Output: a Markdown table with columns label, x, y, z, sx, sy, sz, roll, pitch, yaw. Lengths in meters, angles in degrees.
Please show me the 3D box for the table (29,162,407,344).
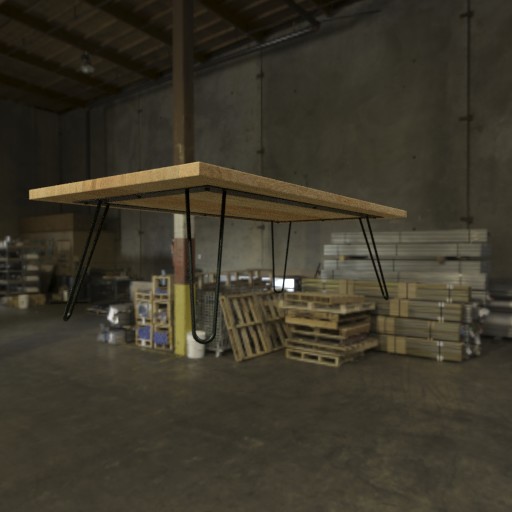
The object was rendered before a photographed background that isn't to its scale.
| label | x | y | z | sx | sy | sz | roll | pitch | yaw |
| --- | --- | --- | --- | --- | --- | --- | --- | --- | --- |
| table | 0.000 | 0.000 | 1.667 | 0.699 | 0.400 | 1.348 | 0 | 0 | 36 |
